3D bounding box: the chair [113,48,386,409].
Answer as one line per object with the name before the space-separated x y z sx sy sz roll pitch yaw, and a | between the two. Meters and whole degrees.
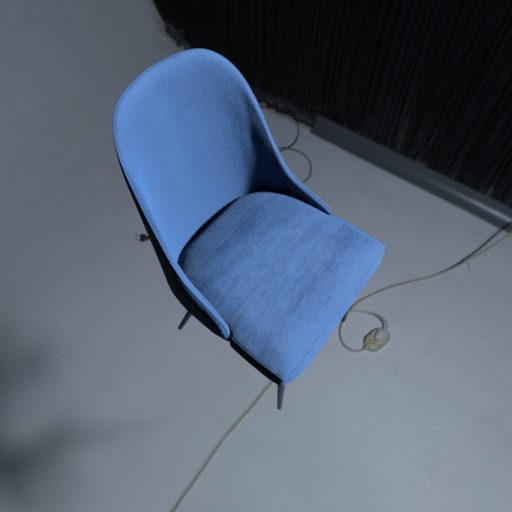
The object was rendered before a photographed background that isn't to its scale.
chair | 0.000 0.000 1.191 0.559 0.896 0.478 34 64 19
